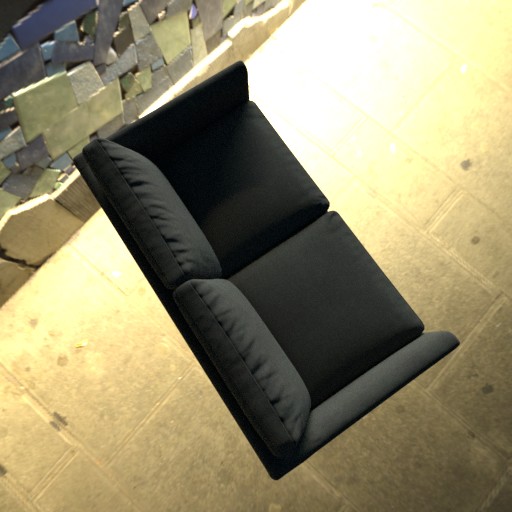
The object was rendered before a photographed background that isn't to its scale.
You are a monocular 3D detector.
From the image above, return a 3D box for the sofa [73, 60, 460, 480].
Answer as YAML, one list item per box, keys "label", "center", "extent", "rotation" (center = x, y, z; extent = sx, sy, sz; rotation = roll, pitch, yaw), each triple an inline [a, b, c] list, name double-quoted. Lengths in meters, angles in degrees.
- label: "sofa"
  center: [0.000, 0.000, 2.422]
  extent: [1.091, 0.845, 1.909]
  rotation: [-33, 78, -8]
